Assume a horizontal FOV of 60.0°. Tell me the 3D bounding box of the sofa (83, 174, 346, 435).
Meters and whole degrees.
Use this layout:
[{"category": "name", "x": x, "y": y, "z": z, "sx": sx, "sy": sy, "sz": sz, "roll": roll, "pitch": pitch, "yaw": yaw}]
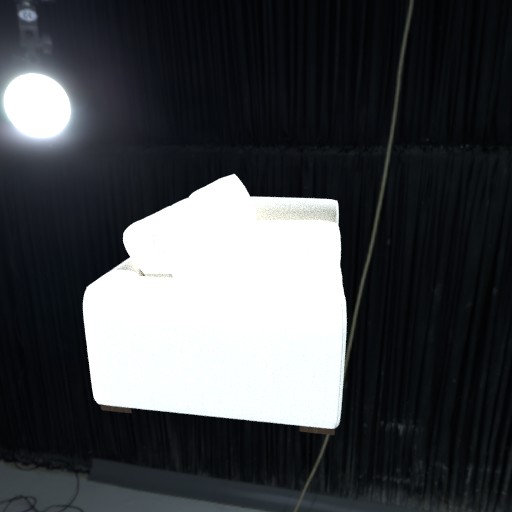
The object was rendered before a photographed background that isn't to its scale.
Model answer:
[{"category": "sofa", "x": 0.000, "y": 0.000, "z": 2.770, "sx": 1.070, "sy": 0.801, "sz": 2.262, "roll": 3, "pitch": 17, "yaw": 9}]
